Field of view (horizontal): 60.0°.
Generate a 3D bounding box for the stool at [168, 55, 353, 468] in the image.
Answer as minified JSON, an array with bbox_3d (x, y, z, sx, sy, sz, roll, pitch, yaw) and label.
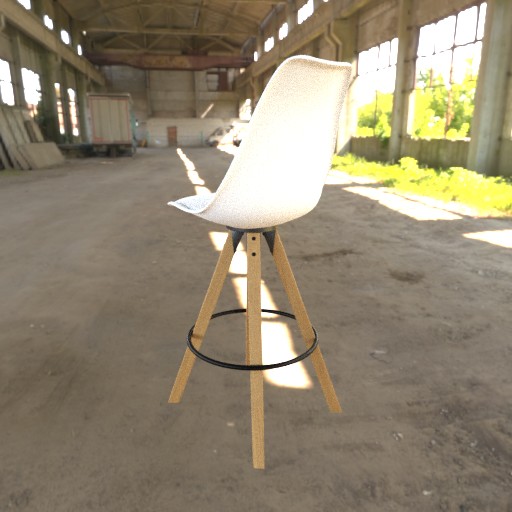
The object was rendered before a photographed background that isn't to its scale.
[{"bbox_3d":[0.000,0.000,1.422,0.482,1.115,0.549,-15,22,-42],"label":"stool"}]
